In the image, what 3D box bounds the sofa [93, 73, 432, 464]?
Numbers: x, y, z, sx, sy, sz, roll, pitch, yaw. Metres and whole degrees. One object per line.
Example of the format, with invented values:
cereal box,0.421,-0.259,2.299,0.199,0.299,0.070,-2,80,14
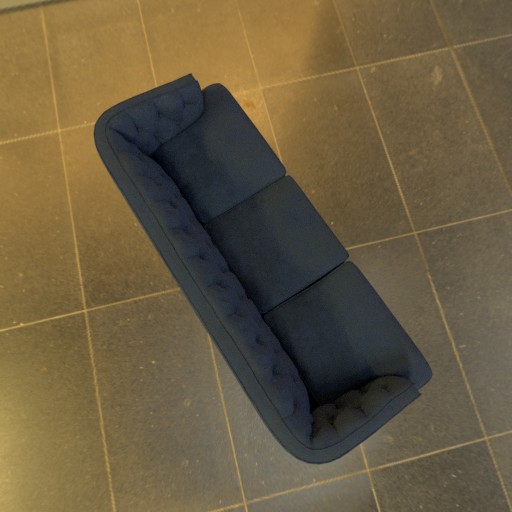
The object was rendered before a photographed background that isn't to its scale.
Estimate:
sofa,0.000,0.000,2.670,0.941,0.855,2.278,-32,78,-8
